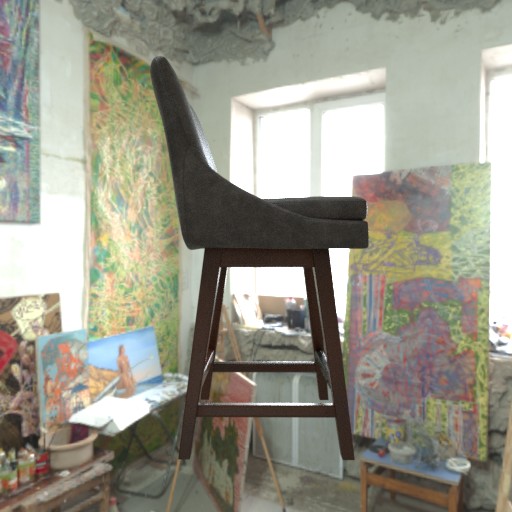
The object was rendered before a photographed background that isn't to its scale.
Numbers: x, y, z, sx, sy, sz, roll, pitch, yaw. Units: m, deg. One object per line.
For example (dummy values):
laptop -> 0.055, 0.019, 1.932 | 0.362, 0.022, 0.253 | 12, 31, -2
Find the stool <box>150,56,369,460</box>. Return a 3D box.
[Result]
stool -> 0.000, 0.000, 1.368 | 0.587, 1.046, 0.492 | 0, 2, 0
